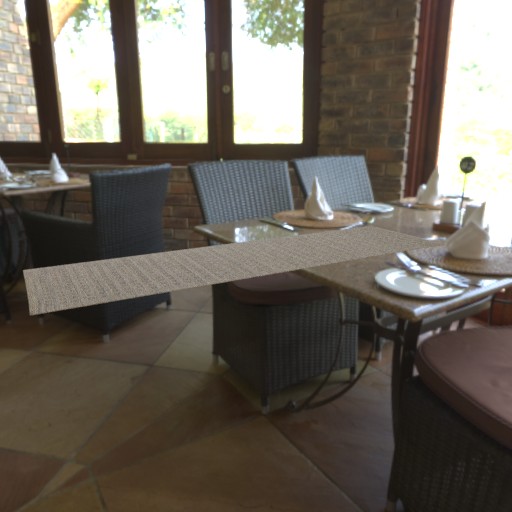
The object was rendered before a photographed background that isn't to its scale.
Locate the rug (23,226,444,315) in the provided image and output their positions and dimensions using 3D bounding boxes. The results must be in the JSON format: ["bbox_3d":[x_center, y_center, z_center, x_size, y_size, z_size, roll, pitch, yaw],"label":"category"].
[{"bbox_3d":[0.000,0.000,2.624,2.437,0.005,0.688,-8,17,-28],"label":"rug"}]
